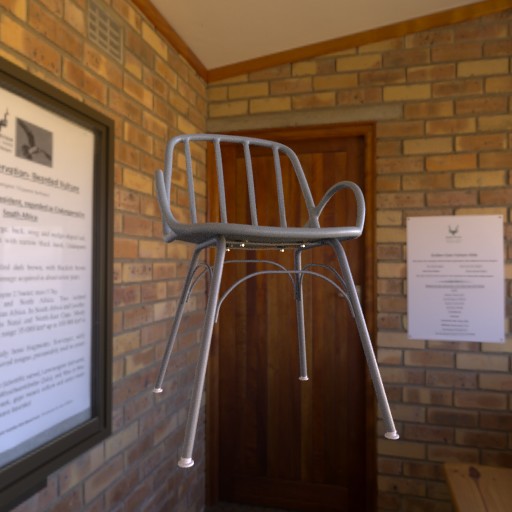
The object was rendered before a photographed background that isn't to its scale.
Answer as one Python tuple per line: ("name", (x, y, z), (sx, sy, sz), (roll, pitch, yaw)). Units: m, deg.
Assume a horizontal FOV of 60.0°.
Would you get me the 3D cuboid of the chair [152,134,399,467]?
("chair", (0.000, 0.000, 1.201), (0.549, 0.816, 0.597), (0, -1, -17))
